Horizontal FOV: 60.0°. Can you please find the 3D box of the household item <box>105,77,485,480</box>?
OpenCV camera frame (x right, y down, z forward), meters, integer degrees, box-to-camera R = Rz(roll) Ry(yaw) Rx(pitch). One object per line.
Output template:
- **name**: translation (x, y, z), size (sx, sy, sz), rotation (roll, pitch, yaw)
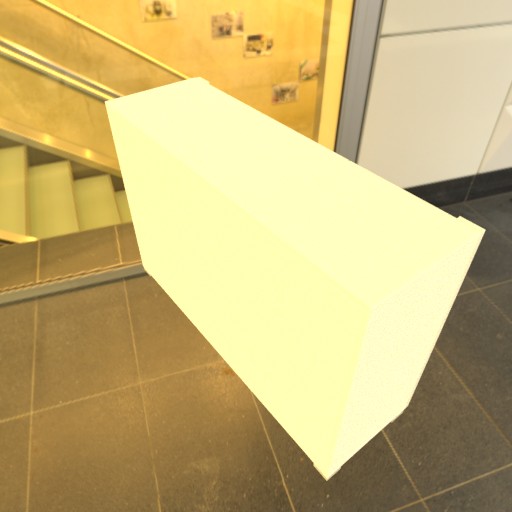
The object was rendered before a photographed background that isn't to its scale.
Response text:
- **household item**: translation (0.000, 0.000, 1.665), size (0.420, 0.867, 1.300), rotation (-28, 49, -27)
